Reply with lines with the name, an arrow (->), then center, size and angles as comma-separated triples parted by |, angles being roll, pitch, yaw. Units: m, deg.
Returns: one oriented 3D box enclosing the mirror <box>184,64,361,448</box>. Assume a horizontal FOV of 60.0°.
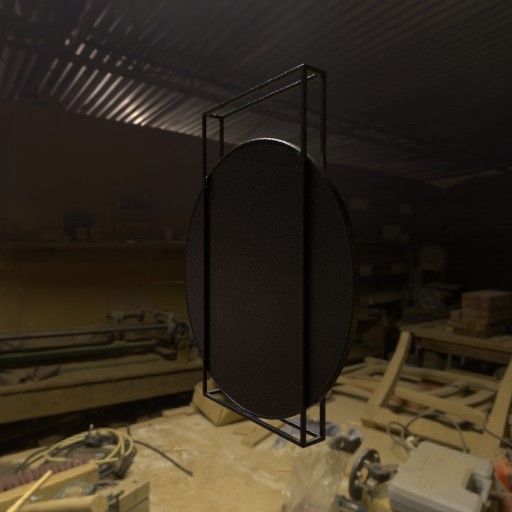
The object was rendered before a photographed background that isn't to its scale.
mirror -> 0.000, 0.000, 0.835 | 0.051, 0.603, 0.508 | -1, 1, -37
